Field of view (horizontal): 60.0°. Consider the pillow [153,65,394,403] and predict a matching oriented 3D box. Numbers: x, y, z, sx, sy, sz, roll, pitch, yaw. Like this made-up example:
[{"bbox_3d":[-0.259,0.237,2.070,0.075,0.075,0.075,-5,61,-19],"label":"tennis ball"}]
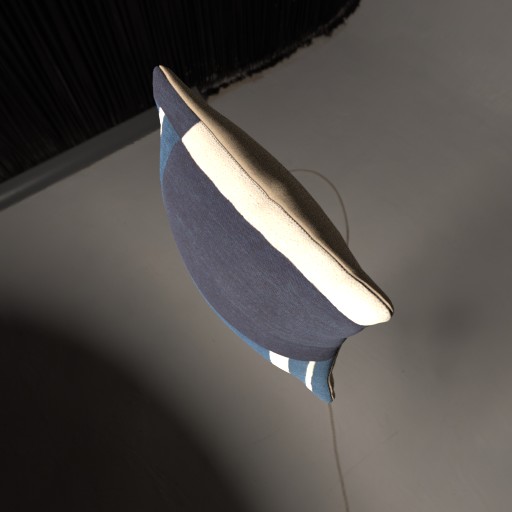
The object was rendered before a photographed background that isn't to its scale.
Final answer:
[{"bbox_3d":[0.000,0.000,0.801,0.229,0.506,0.536,-34,68,-16],"label":"pillow"}]
